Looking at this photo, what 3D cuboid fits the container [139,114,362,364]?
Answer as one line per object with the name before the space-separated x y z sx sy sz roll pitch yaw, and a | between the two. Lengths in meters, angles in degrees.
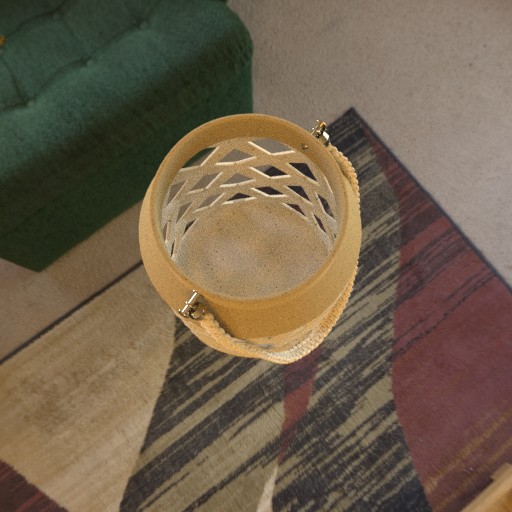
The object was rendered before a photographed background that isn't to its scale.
container | 0.000 0.000 0.349 0.172 0.229 0.163 34 79 7
